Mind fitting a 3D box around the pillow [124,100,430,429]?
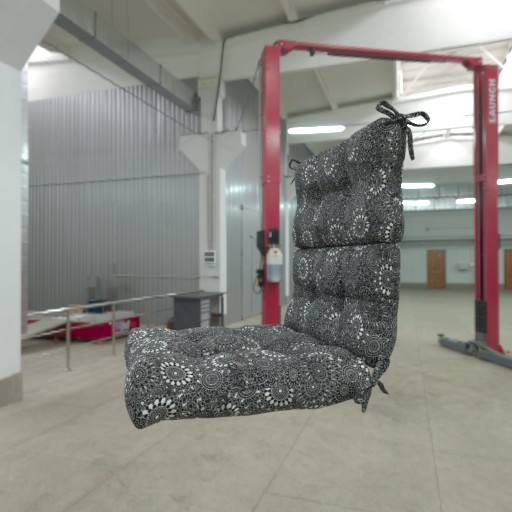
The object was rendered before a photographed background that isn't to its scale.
[{"bbox_3d":[0.000,0.000,1.005,0.571,0.605,0.519,0,-1,-17],"label":"pillow"}]
